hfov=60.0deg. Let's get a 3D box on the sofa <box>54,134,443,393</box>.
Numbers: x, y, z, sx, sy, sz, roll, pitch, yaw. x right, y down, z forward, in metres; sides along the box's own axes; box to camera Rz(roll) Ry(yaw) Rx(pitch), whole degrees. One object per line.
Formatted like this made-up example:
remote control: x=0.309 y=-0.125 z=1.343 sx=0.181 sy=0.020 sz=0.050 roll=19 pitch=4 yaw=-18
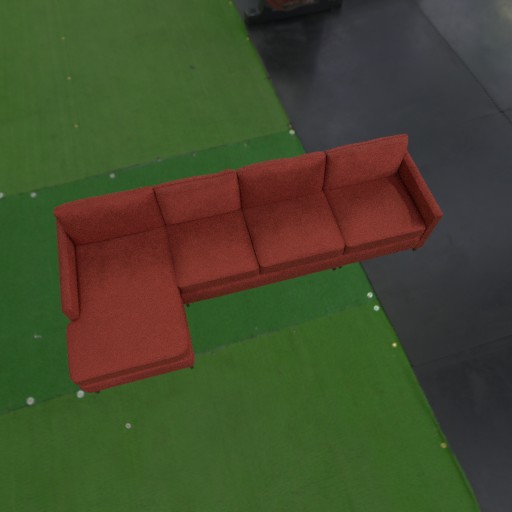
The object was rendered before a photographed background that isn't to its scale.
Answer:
sofa: x=0.000 y=0.000 z=4.024 sx=3.400 sy=0.967 sz=1.500 roll=-13 pitch=62 yaw=-7
